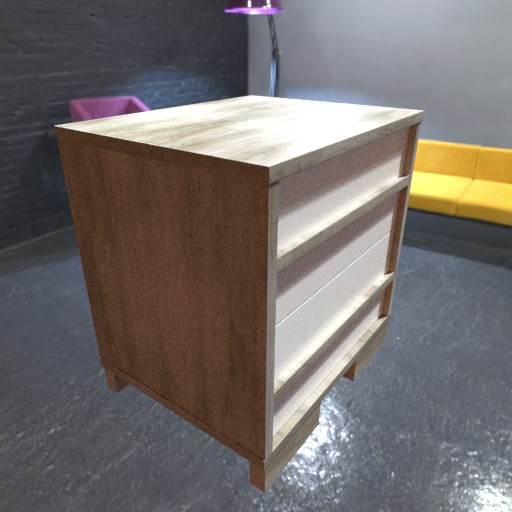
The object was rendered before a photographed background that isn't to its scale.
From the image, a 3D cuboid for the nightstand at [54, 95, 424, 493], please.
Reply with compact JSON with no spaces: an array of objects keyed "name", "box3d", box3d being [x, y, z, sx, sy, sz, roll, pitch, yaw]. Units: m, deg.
[{"name":"nightstand","box3d":[0.000,0.000,0.741,0.347,0.448,0.427,18,32,33]}]
